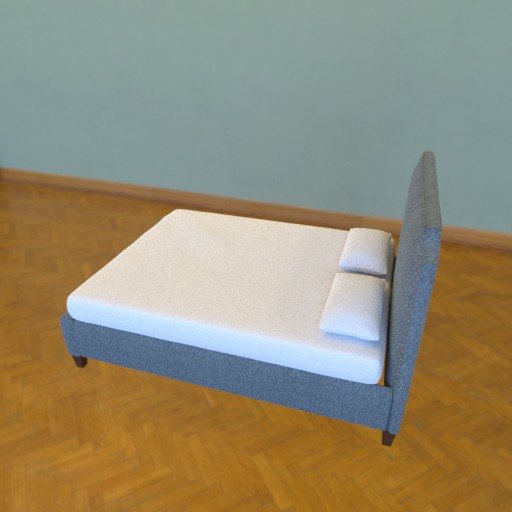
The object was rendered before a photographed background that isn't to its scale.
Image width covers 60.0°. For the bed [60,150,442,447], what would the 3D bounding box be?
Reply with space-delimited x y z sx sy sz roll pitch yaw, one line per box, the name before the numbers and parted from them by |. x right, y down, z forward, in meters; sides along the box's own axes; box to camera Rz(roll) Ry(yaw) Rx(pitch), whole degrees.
bed | 0.000 0.000 3.353 2.372 1.443 1.712 9 30 16
